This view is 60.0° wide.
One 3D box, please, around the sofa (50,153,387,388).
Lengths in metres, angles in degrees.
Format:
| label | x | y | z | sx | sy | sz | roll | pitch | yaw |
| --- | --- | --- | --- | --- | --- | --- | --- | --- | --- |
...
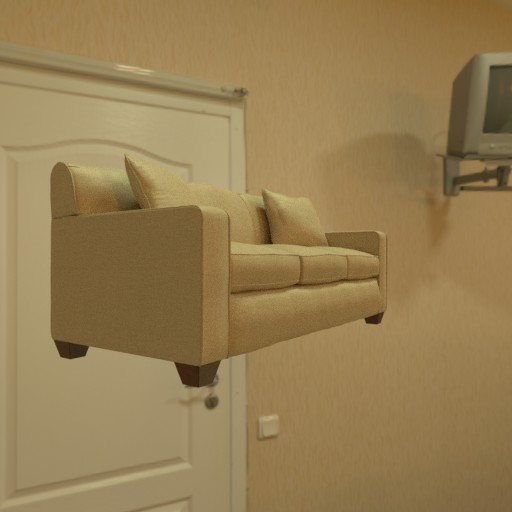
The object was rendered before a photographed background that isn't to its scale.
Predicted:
| label | x | y | z | sx | sy | sz | roll | pitch | yaw |
| --- | --- | --- | --- | --- | --- | --- | --- | --- | --- |
| sofa | 0.000 | 0.000 | 2.633 | 0.997 | 0.958 | 2.024 | 0 | 0 | 35 |
